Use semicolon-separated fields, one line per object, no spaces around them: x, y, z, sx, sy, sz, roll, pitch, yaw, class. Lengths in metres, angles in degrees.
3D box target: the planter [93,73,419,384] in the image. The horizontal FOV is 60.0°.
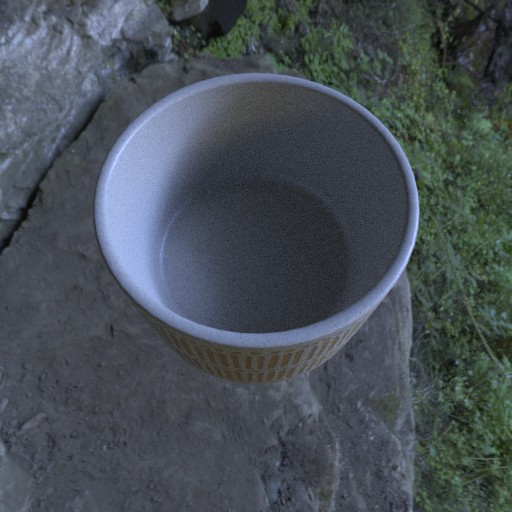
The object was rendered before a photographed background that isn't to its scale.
0.000;0.000;0.568;0.317;0.303;0.317;0;64;0;planter
